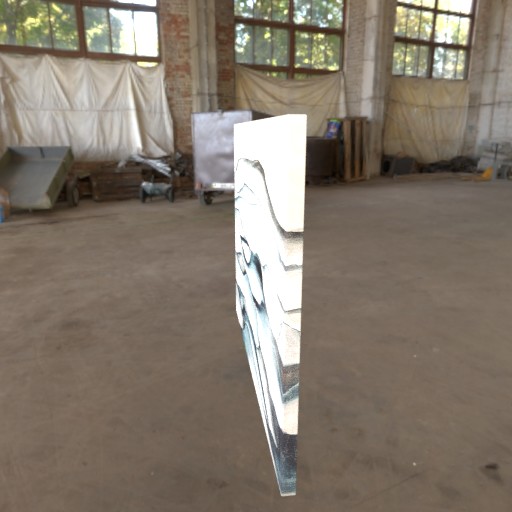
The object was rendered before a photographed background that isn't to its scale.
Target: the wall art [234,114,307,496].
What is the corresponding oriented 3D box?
[{"bbox_3d":[0.000,0.000,1.571,0.039,0.915,1.219,-2,16,-7],"label":"wall art"}]
